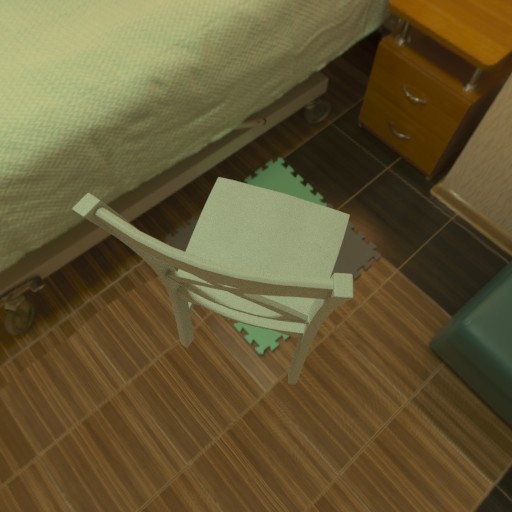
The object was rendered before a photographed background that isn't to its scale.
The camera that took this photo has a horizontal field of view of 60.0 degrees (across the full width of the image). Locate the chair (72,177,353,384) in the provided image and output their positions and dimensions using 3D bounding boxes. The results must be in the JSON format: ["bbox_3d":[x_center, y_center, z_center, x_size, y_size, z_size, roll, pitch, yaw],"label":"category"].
[{"bbox_3d":[0.000,0.000,1.254,0.485,0.983,0.542,17,65,8],"label":"chair"}]
